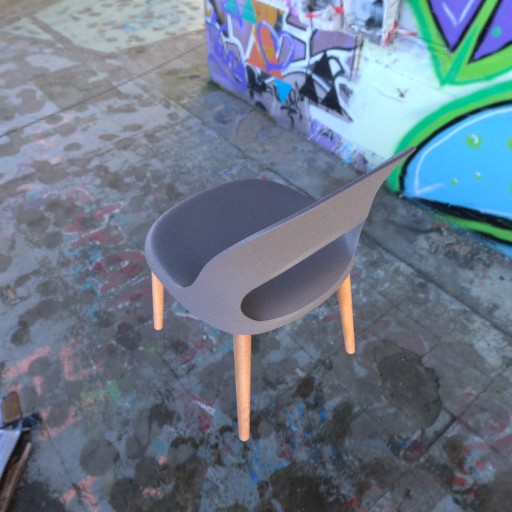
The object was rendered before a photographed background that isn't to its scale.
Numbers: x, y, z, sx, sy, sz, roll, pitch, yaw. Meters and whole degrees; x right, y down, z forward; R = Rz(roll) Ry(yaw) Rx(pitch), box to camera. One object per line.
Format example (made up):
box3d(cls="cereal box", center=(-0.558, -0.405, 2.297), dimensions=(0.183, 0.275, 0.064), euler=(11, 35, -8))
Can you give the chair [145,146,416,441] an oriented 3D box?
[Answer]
box3d(cls="chair", center=(0.000, 0.000, 1.121), dimensions=(0.470, 0.795, 0.556), euler=(-30, 53, -26))
